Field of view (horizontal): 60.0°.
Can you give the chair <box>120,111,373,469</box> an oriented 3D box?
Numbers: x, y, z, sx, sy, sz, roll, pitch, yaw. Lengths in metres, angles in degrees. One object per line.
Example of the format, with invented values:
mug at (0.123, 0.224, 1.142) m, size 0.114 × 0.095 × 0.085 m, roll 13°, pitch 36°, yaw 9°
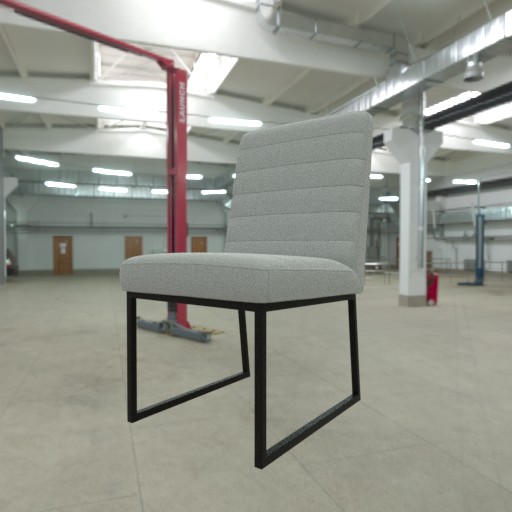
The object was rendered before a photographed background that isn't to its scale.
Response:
chair at (0.000, 0.000, 1.346) m, size 0.520 × 0.930 × 0.634 m, roll 1°, pitch 1°, yaw 36°
